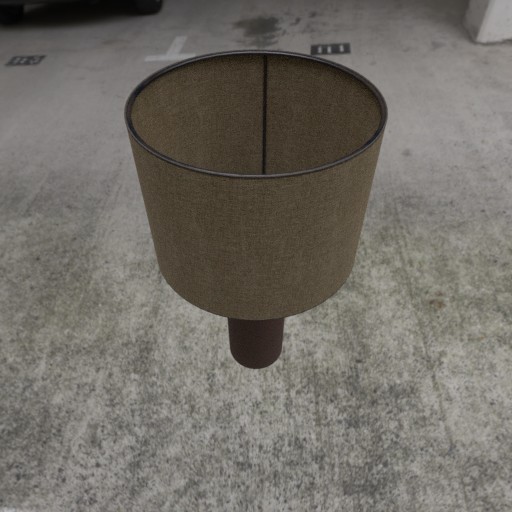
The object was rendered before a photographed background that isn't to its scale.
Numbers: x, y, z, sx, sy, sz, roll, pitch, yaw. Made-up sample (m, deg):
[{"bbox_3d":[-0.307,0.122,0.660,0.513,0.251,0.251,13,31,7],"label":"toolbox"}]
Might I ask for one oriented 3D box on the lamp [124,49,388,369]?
[{"bbox_3d":[0.000,0.000,0.471,0.202,0.350,0.202,0,46,0],"label":"lamp"}]
